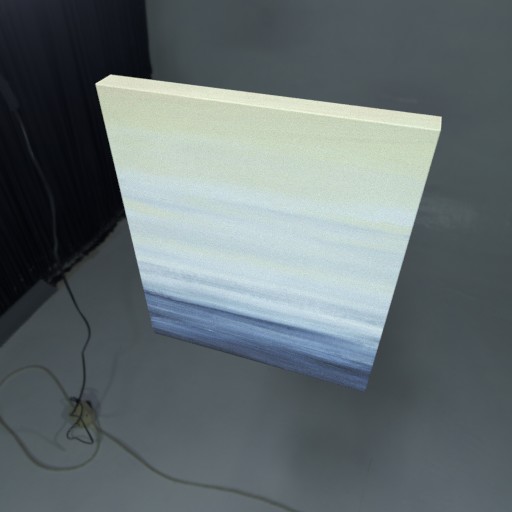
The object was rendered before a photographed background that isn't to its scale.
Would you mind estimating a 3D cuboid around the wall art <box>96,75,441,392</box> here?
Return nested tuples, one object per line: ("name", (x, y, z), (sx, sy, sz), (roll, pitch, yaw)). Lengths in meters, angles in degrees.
("wall art", (0.000, 0.000, 0.713), (0.435, 0.511, 0.037), (12, 42, 14))
